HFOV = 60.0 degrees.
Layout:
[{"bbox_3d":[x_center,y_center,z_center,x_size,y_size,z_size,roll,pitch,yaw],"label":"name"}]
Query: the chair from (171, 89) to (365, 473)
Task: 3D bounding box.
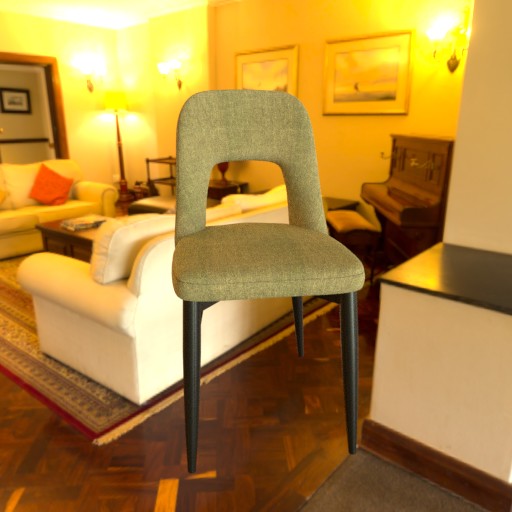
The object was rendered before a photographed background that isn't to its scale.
[{"bbox_3d":[0.000,0.000,1.273,0.470,0.931,0.612,-3,17,-8],"label":"chair"}]
